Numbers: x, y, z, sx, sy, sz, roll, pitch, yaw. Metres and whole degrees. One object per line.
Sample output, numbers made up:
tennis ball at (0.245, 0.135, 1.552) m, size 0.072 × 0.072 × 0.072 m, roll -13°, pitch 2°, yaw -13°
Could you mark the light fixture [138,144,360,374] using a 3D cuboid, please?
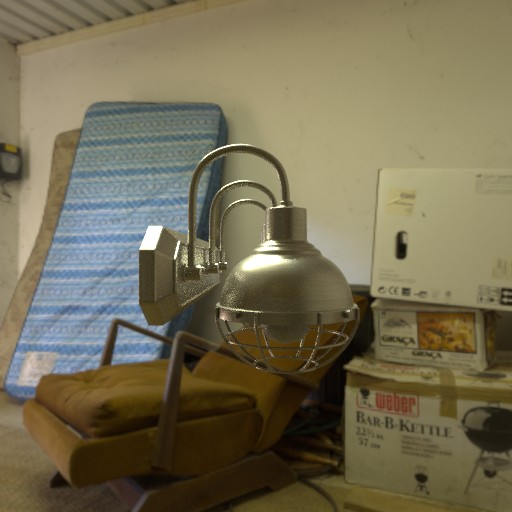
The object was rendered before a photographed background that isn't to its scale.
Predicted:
light fixture at (0.000, 0.000, 0.744) m, size 0.229 × 0.254 × 0.634 m, roll 0°, pitch 0°, yaw 0°
